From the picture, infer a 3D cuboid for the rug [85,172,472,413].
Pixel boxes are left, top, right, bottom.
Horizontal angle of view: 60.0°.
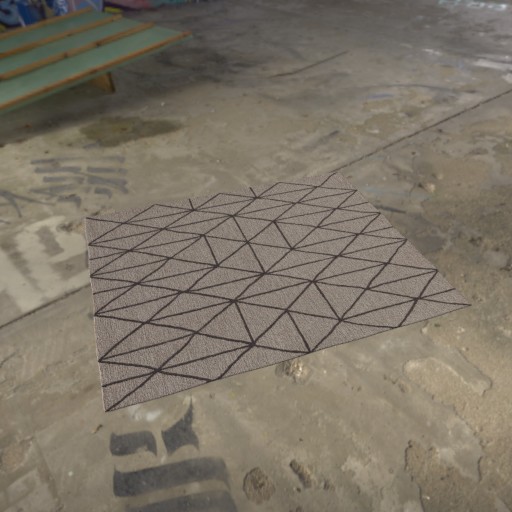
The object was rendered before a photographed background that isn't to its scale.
[{"bbox_3d":[0.000,0.000,4.266,3.061,0.022,2.468,-13,41,-15],"label":"rug"}]
